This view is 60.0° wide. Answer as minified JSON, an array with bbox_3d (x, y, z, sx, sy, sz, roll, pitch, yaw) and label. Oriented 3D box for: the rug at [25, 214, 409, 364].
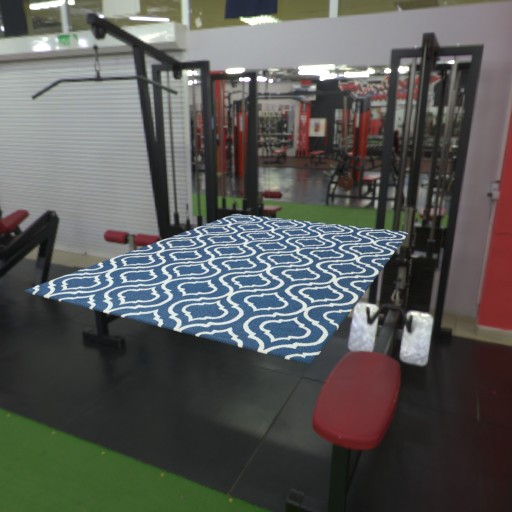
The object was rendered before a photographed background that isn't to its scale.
[{"bbox_3d":[0.000,0.000,2.794,1.524,0.010,2.134,9,19,26],"label":"rug"}]
